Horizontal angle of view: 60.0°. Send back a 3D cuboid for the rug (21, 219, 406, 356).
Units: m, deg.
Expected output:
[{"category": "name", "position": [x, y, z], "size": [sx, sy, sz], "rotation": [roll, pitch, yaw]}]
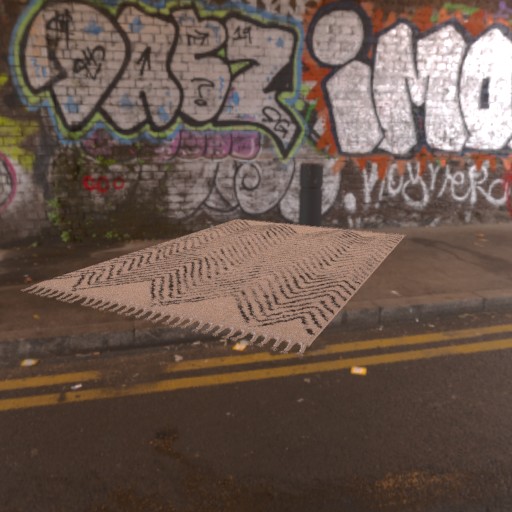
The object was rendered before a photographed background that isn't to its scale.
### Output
[{"category": "rug", "position": [0.000, 0.000, 2.314], "size": [1.230, 0.014, 1.847], "rotation": [8, 17, 26]}]
